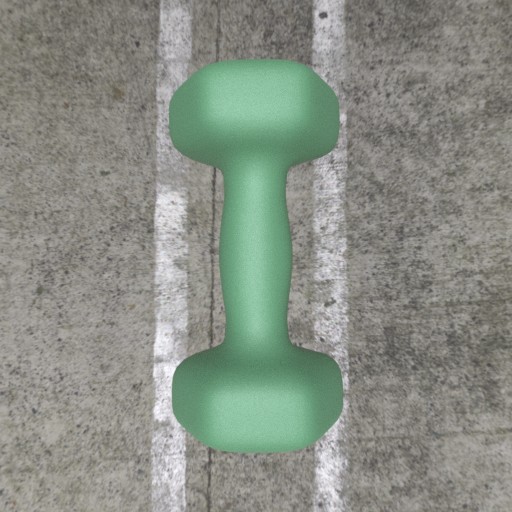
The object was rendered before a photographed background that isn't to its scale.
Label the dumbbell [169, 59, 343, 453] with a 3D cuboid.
[{"bbox_3d":[0.000,0.000,0.321,0.126,0.114,0.257,0,90,-1],"label":"dumbbell"}]
